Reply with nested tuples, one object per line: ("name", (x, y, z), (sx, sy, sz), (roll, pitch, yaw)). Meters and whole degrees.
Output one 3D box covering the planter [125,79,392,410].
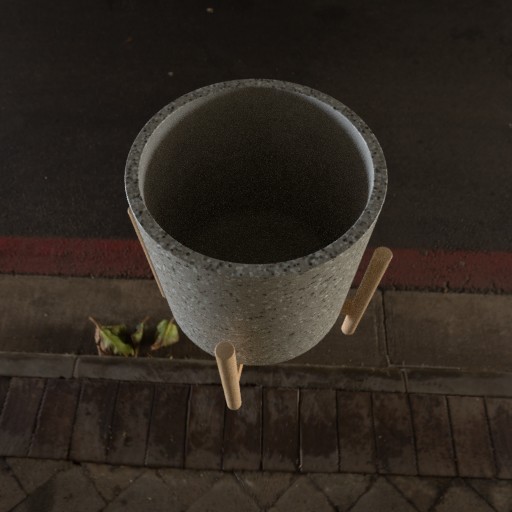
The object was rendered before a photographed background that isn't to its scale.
("planter", (0.000, 0.000, 0.696), (0.360, 0.419, 0.360), (31, 64, 17))
